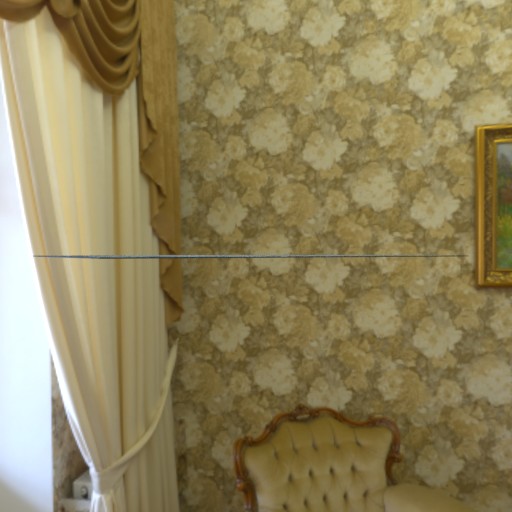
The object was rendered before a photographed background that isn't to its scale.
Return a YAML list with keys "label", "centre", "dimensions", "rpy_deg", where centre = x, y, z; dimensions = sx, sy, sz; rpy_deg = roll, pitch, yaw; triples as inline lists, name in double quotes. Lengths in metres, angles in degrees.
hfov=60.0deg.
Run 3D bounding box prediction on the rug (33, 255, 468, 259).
- label: "rug"
  centre: [0.000, 0.000, 2.919]
  dimensions: [2.440, 0.007, 1.525]
  rpy_deg: [0, 0, -35]
